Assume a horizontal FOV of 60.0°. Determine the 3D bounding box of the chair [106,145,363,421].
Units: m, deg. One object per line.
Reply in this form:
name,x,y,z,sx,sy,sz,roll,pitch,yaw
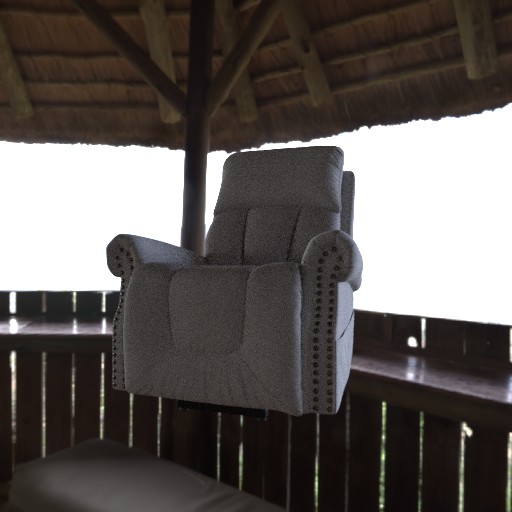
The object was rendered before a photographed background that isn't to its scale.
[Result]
chair,0.000,0.000,1.765,0.871,1.031,0.979,0,0,19
